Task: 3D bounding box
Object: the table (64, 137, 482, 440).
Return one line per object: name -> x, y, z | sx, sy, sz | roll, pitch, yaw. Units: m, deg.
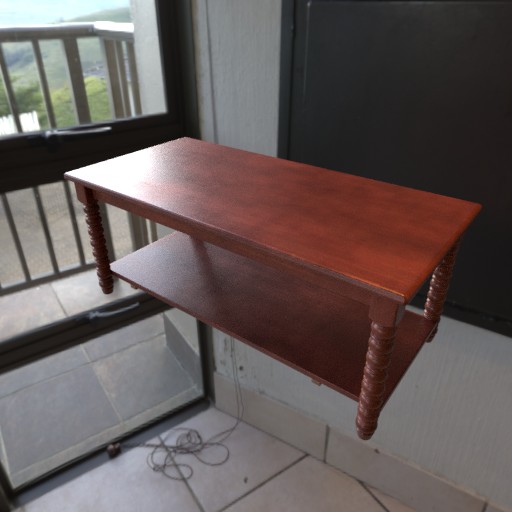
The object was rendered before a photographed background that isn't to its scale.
table -> 0.000, 0.000, 1.474 | 1.171, 0.485, 0.580 | 21, 36, 32
